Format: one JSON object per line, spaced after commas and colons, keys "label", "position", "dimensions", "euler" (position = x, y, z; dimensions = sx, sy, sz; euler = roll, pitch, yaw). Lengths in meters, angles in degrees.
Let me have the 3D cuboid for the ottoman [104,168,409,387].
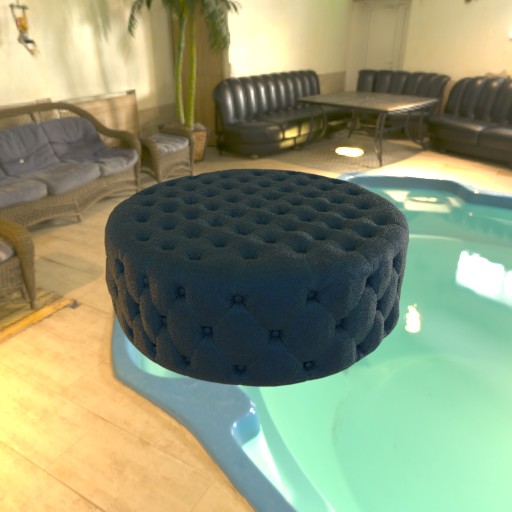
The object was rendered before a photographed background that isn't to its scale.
{"label": "ottoman", "position": [0.000, 0.000, 1.549], "dimensions": [0.998, 0.398, 0.998], "euler": [0, 27, 0]}
